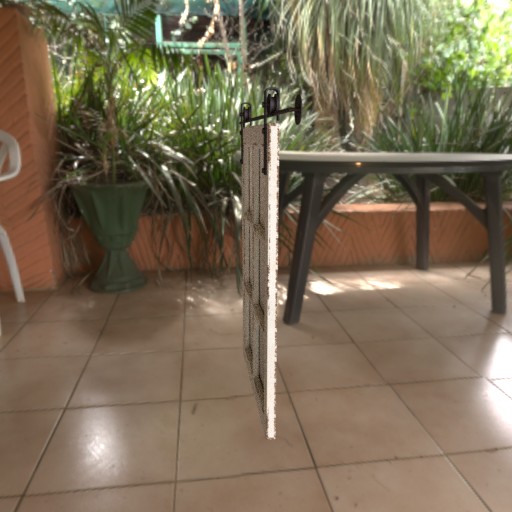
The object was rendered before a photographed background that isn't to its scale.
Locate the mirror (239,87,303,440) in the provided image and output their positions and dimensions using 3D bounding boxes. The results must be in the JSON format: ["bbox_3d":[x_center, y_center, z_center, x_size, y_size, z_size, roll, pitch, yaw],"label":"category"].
[{"bbox_3d":[0.000,0.000,1.240,0.037,0.844,0.808,-2,15,-9],"label":"mirror"}]
